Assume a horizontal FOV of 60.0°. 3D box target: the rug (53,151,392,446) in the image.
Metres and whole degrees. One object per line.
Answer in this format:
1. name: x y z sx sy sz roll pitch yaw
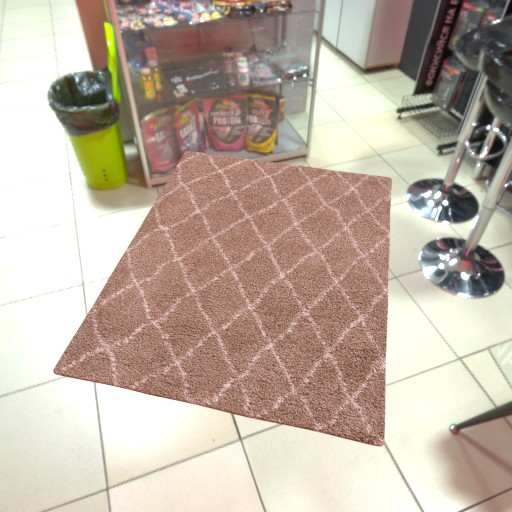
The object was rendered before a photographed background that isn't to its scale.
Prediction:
1. rug: 0.000 0.000 4.150 2.438 0.029 3.047 9 47 9
